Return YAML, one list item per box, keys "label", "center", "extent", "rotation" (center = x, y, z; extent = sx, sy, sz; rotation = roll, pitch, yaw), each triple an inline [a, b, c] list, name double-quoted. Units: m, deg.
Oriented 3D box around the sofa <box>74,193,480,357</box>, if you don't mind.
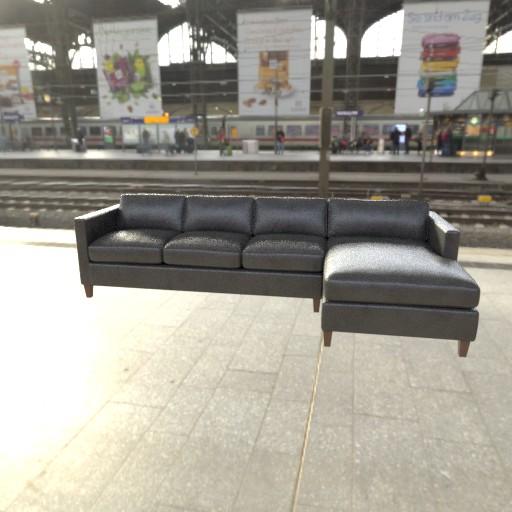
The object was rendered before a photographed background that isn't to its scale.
- label: "sofa"
  center: [0.000, 0.000, 3.819]
  extent: [3.203, 0.883, 1.581]
  rotation: [3, 15, 9]
